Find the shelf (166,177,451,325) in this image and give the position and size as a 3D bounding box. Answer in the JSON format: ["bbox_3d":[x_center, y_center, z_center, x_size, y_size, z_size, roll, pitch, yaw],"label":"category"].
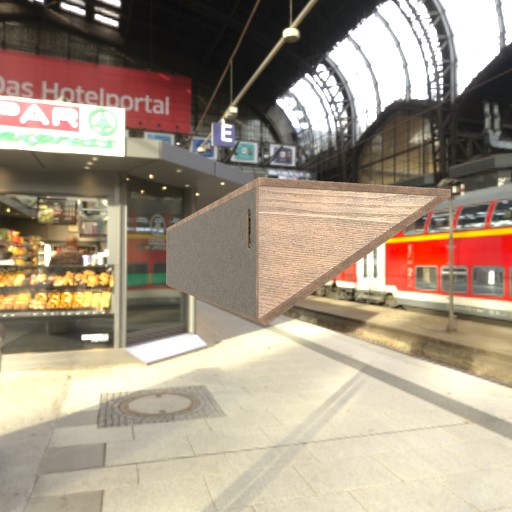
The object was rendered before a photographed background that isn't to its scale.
[{"bbox_3d":[0.000,0.000,0.692,0.200,0.125,0.610,0,-1,-19],"label":"shelf"}]
